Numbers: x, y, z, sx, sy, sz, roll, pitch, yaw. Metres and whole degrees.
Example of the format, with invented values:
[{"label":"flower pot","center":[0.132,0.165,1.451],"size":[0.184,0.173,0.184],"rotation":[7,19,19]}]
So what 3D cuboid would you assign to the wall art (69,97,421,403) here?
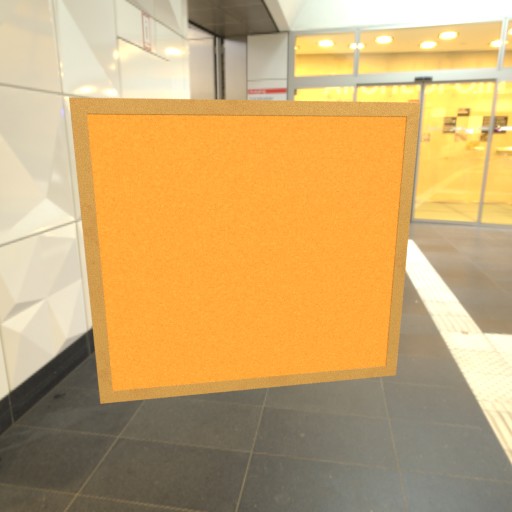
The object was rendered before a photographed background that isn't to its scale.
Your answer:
[{"label":"wall art","center":[0.000,0.000,1.606],"size":[1.168,1.067,0.025],"rotation":[-3,15,-10]}]
